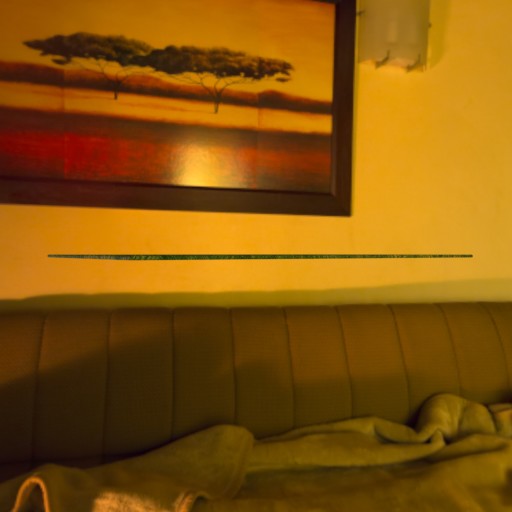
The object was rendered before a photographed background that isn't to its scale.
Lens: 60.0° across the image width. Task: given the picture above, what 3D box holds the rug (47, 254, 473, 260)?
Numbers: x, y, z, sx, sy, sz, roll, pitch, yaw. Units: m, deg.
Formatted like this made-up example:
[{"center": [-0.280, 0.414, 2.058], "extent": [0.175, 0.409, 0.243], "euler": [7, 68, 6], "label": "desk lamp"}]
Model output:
[{"center": [0.000, 0.000, 4.178], "extent": [3.217, 0.027, 2.405], "euler": [0, 0, -34], "label": "rug"}]
